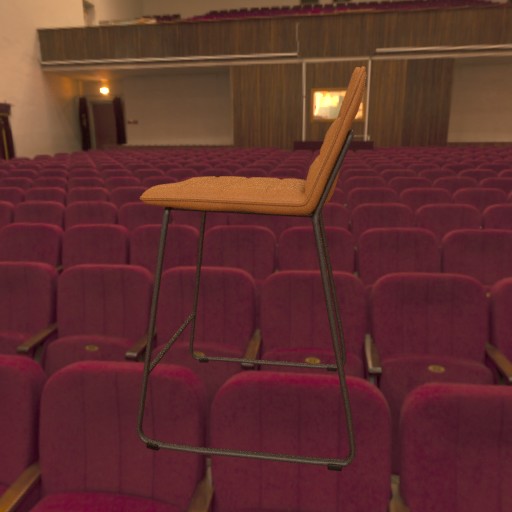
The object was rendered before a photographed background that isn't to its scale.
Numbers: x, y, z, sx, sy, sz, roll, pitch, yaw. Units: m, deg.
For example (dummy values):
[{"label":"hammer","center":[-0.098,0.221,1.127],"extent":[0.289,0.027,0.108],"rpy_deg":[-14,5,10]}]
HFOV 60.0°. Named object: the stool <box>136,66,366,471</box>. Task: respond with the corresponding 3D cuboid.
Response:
[{"label":"stool","center":[0.000,0.000,1.164],"extent":[0.524,0.866,0.489],"rpy_deg":[2,14,8]}]
